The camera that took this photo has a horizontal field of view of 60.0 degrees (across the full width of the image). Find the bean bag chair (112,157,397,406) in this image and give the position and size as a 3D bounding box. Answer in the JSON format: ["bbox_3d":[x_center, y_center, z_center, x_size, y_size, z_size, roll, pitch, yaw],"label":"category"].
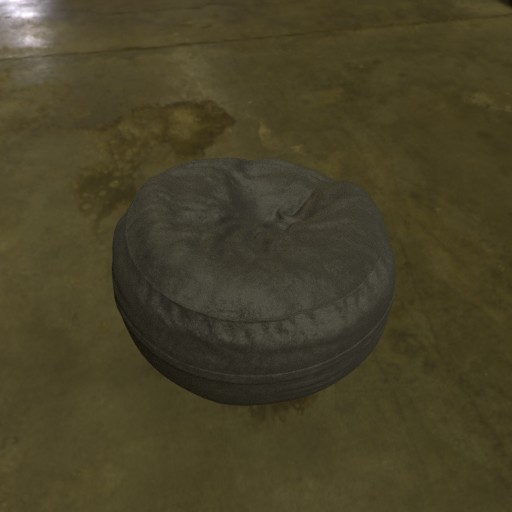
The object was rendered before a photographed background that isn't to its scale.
[{"bbox_3d":[0.000,0.000,2.434,1.525,0.751,1.525,0,46,0],"label":"bean bag chair"}]
